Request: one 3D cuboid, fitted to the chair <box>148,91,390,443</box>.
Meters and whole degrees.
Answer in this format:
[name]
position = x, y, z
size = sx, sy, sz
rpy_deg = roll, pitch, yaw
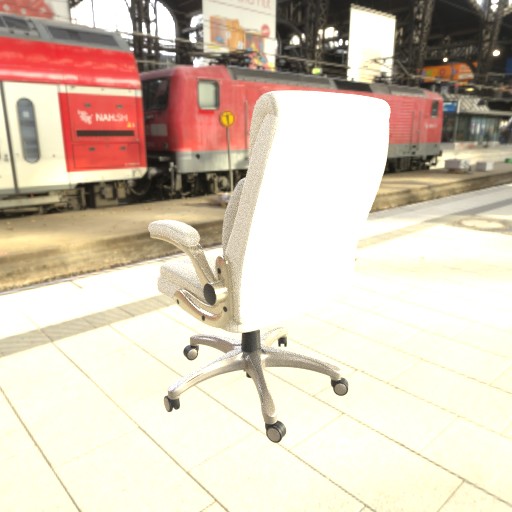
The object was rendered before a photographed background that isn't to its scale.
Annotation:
[chair]
position = 0.000, 0.000, 1.662
size = 0.740, 1.110, 0.794
rpy_deg = -15, 22, -42
